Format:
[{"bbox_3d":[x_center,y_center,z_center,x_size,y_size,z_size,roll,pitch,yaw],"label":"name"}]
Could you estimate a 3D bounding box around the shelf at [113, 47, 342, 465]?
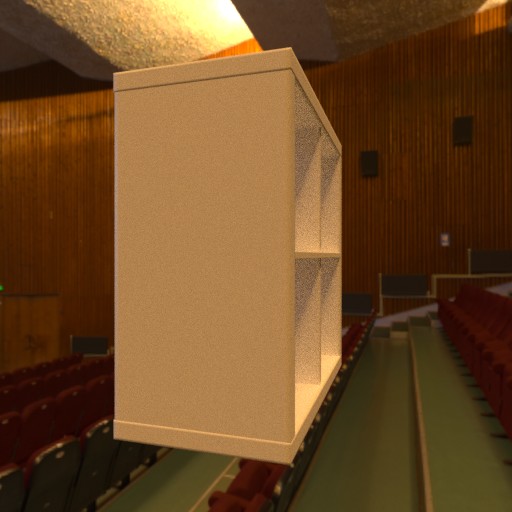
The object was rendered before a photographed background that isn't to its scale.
[{"bbox_3d":[0.000,0.000,1.269,0.390,0.786,0.790,0,0,18],"label":"shelf"}]
